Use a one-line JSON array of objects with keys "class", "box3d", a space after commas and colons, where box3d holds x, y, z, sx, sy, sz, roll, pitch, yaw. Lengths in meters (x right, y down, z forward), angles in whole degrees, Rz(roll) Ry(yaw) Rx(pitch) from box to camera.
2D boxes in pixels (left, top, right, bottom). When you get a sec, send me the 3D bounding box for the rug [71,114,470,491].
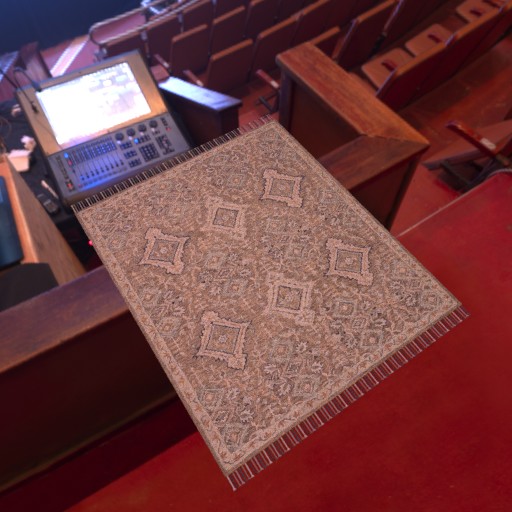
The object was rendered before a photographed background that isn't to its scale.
[{"class": "rug", "box3d": [0.000, 0.000, 4.140, 2.437, 0.010, 3.056, -30, 63, -17]}]
